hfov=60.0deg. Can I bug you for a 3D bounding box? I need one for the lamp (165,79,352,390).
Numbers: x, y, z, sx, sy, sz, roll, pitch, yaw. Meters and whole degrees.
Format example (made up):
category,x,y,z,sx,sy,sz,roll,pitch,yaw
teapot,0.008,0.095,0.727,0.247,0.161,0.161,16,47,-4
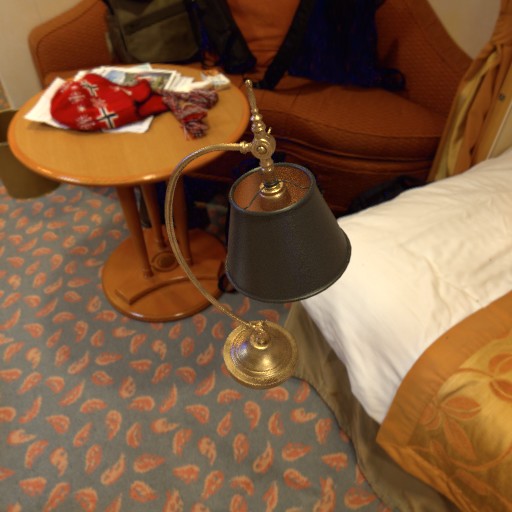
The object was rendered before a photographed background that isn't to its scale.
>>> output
category,x,y,z,sx,sy,sz,roll,pitch,yaw
lamp,0.000,0.000,0.838,0.344,0.675,0.235,10,46,9
